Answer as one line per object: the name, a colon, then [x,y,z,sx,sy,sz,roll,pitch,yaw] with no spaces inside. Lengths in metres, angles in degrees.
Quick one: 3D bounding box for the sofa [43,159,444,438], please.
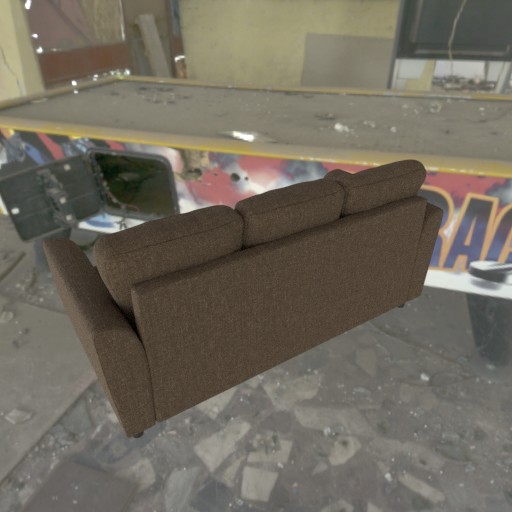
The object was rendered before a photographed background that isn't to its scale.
sofa: [0.000,0.000,2.280,1.847,0.891,0.837,-18,35,-29]
